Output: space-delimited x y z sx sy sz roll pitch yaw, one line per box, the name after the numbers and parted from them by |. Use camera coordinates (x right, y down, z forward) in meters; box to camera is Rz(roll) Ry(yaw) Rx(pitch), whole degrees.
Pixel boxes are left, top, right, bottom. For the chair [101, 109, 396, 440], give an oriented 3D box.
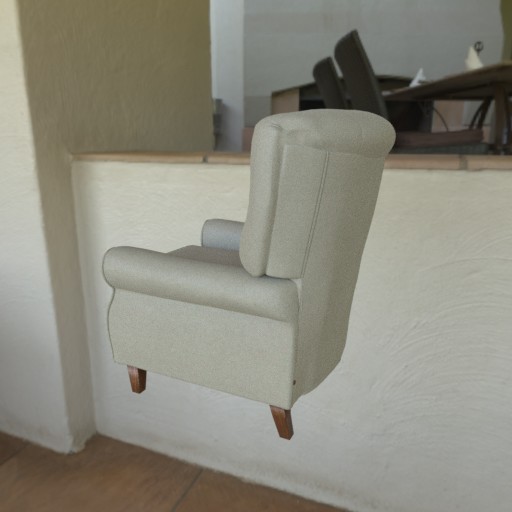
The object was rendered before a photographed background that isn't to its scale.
0.000 0.000 1.889 1.059 1.158 0.943 7 16 25 | chair
